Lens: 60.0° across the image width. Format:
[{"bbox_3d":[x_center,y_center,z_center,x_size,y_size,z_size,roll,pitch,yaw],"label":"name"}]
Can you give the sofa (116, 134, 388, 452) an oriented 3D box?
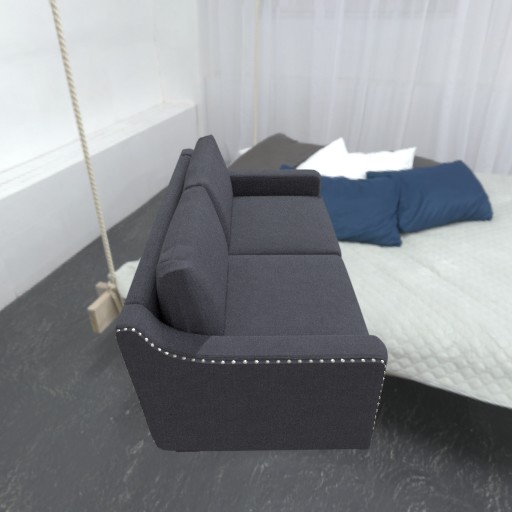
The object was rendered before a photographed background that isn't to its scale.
[{"bbox_3d":[0.000,0.000,3.298,1.336,1.196,2.550,-1,32,-1],"label":"sofa"}]
